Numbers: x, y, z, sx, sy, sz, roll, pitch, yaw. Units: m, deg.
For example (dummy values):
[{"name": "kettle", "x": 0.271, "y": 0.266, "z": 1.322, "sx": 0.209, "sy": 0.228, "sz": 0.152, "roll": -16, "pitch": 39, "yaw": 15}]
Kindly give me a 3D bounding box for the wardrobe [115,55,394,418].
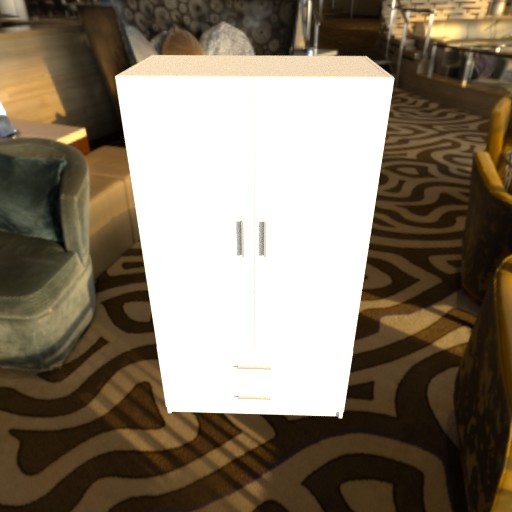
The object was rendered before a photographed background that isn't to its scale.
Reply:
[{"name": "wardrobe", "x": 0.000, "y": 0.000, "z": 2.265, "sx": 0.991, "sy": 1.808, "sz": 0.577, "roll": 1, "pitch": 31, "yaw": 2}]
